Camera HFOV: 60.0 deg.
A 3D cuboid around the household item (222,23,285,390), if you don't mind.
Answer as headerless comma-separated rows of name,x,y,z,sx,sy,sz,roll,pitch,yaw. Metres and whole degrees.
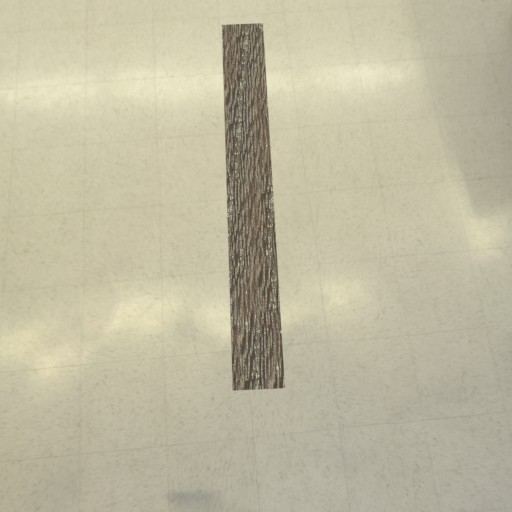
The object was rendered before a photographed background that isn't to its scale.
household item,0.000,0.000,0.237,0.020,0.180,0.133,-2,74,-1
